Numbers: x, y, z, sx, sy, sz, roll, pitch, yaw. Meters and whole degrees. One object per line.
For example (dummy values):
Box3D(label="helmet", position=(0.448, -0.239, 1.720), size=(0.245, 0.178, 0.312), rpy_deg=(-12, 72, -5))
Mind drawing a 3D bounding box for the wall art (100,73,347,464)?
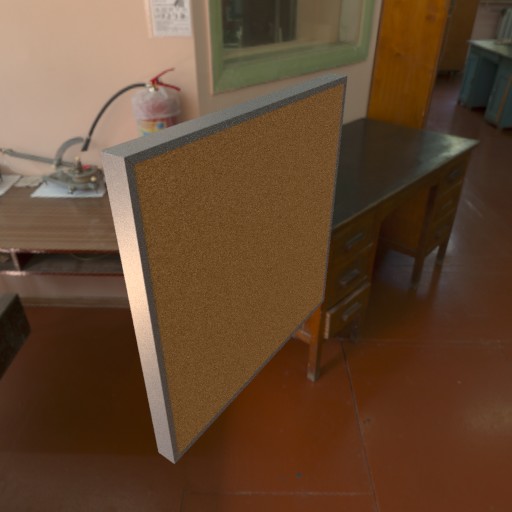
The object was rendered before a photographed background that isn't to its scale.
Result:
Box3D(label="wall art", position=(0.000, 0.000, 0.518), size=(0.028, 0.349, 0.349), rpy_deg=(21, 38, 29))
